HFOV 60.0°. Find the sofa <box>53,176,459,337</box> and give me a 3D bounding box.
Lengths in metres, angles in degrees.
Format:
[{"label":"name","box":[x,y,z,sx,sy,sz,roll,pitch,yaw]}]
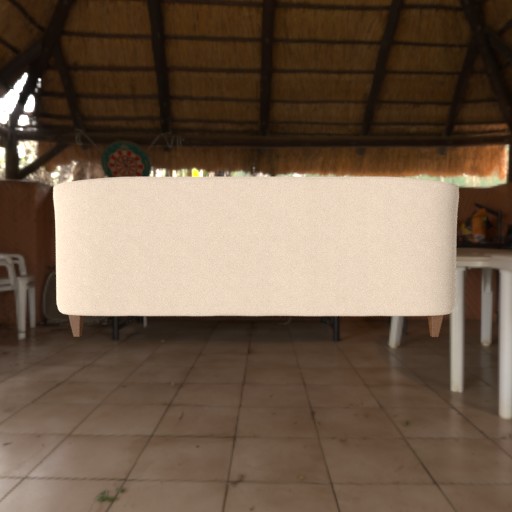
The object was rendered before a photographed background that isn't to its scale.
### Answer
[{"label":"sofa","box":[0.000,0.000,2.754,2.278,0.855,0.941,0,2,0]}]
